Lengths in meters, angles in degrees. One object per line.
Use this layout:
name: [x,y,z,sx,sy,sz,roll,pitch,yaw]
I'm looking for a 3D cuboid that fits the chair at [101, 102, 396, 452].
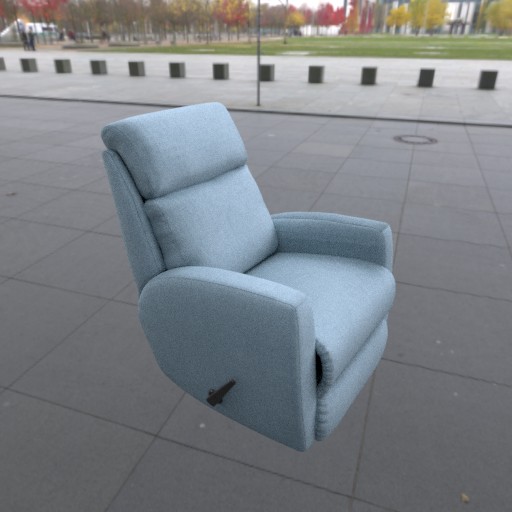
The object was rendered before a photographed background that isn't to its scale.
chair: [0.000,0.000,1.689,0.940,1.013,0.812,17,32,31]
